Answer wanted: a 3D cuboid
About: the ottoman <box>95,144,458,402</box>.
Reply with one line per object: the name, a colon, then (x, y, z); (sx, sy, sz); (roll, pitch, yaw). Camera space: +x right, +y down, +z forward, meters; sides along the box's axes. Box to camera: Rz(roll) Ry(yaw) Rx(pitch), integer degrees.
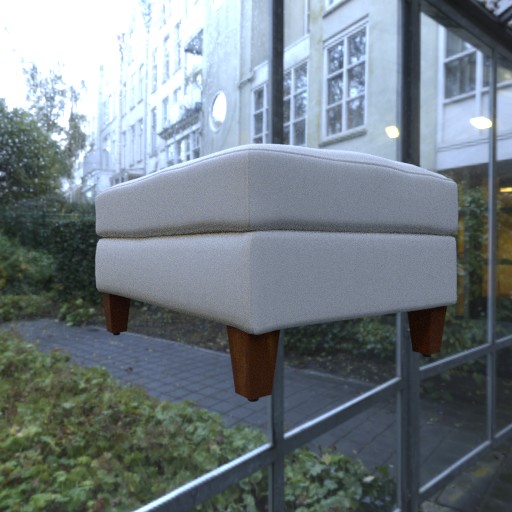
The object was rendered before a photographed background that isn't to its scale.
ottoman: (0.000, 0.000, 1.192); (0.634, 0.479, 0.818); (-1, 2, -36)
